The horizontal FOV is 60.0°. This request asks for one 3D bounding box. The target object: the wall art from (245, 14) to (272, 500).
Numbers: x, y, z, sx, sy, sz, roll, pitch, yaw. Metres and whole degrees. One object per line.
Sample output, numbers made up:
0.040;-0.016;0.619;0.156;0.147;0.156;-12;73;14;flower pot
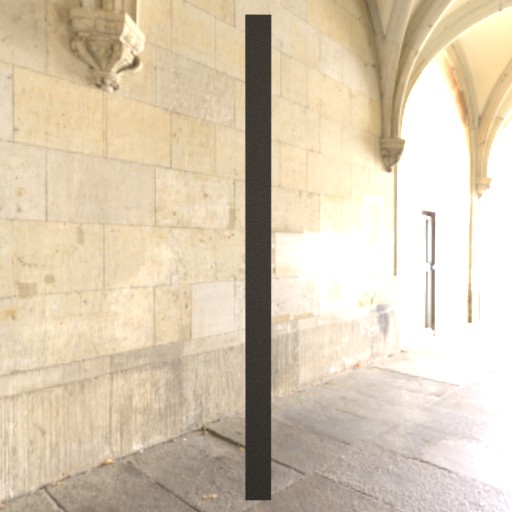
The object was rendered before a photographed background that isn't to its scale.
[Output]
0.000;0.000;1.083;0.042;0.766;0.769;0;1;-1;wall art
